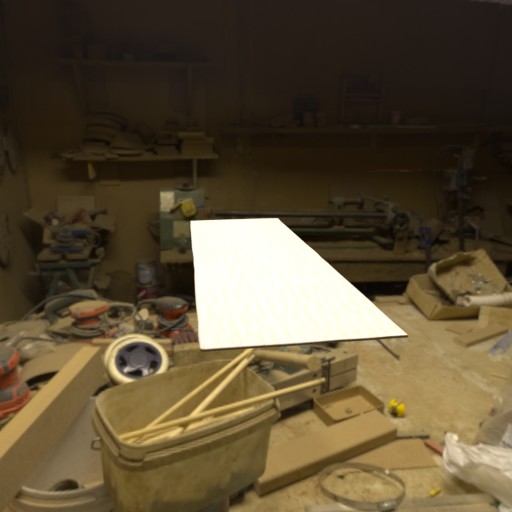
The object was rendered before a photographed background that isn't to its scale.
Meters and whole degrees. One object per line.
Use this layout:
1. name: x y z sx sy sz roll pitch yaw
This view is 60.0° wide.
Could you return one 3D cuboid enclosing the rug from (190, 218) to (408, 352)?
1. rug: 0.000 0.000 2.787 0.793 0.014 2.450 -2 16 -9
